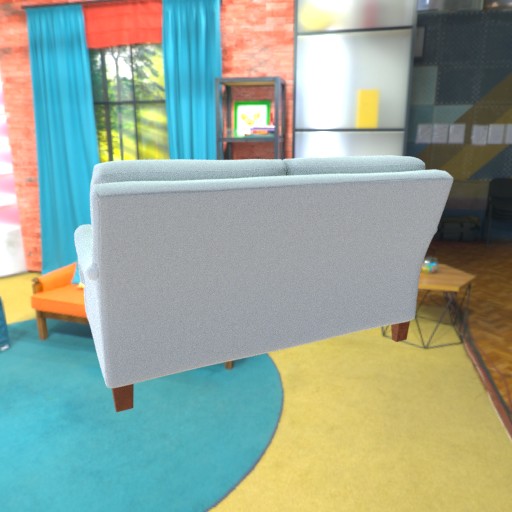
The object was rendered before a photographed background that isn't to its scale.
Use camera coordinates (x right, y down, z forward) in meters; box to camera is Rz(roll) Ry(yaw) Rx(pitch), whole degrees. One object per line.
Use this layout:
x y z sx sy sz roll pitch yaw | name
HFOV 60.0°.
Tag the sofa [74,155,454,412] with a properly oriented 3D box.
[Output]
0.000 0.000 2.492 1.853 1.101 1.084 -7 16 -25 | sofa
